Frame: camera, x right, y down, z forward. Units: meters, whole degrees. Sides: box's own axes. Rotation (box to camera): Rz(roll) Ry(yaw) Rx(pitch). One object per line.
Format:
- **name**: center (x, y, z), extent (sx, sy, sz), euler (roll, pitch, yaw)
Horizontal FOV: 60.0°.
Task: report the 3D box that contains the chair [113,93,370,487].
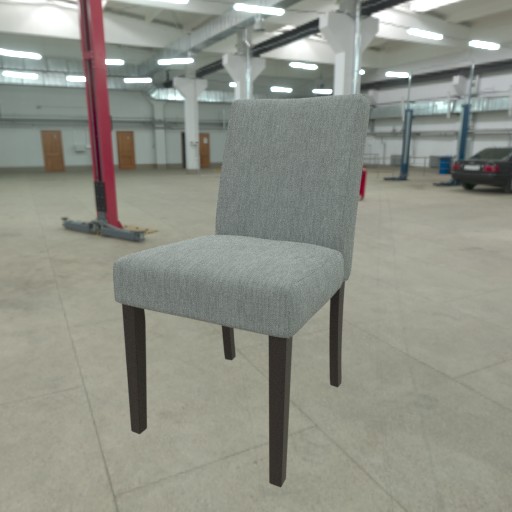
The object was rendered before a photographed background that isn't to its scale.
- **chair**: center (0.000, 0.000, 1.236), extent (0.487, 0.884, 0.629), euler (7, 16, 26)
